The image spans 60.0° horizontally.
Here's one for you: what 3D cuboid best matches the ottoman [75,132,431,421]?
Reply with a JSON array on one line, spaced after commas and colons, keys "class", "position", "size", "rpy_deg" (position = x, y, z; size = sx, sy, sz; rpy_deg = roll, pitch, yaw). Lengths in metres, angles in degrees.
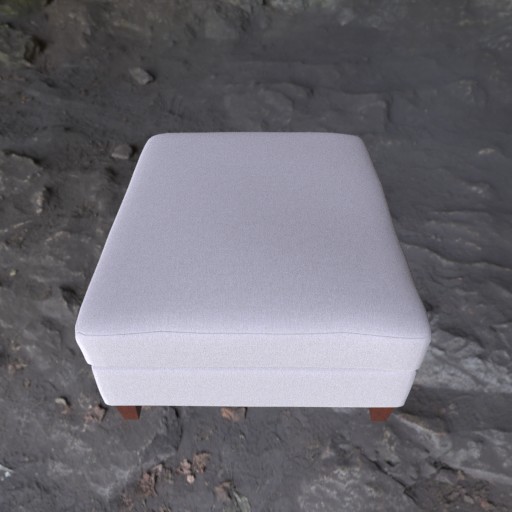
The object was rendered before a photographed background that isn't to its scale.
[{"class": "ottoman", "position": [0.000, 0.000, 1.468], "size": [0.836, 0.492, 0.976], "rpy_deg": [0, 42, 0]}]
